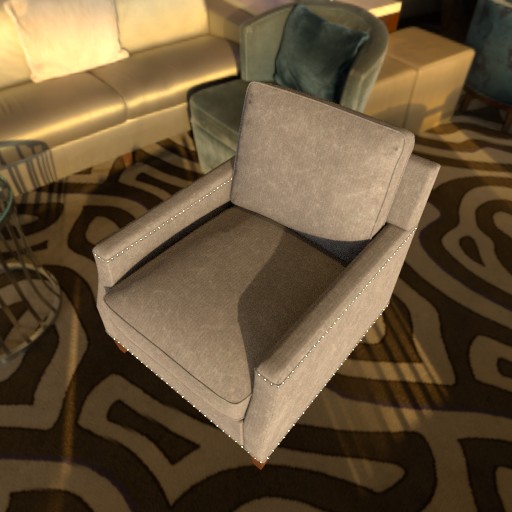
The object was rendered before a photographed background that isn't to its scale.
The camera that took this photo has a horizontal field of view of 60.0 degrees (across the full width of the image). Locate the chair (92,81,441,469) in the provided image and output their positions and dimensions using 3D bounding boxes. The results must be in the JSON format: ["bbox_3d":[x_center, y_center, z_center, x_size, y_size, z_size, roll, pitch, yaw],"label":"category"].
[{"bbox_3d":[0.000,0.000,1.681,0.853,0.948,1.014,30,52,27],"label":"chair"}]
